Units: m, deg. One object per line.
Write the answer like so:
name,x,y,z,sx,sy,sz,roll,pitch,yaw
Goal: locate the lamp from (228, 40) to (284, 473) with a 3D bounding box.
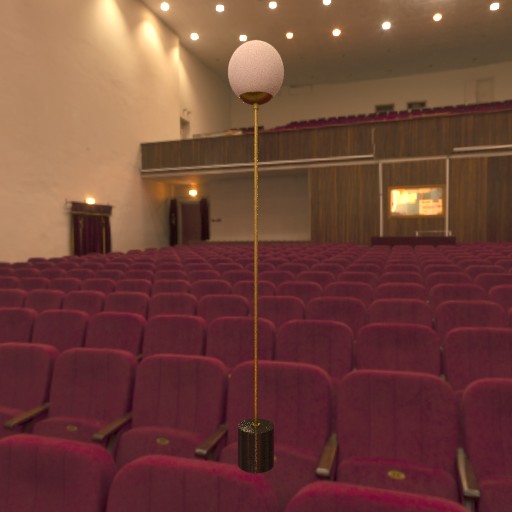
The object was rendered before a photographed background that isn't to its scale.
lamp,0.000,0.000,1.839,0.229,1.748,0.229,0,1,18
